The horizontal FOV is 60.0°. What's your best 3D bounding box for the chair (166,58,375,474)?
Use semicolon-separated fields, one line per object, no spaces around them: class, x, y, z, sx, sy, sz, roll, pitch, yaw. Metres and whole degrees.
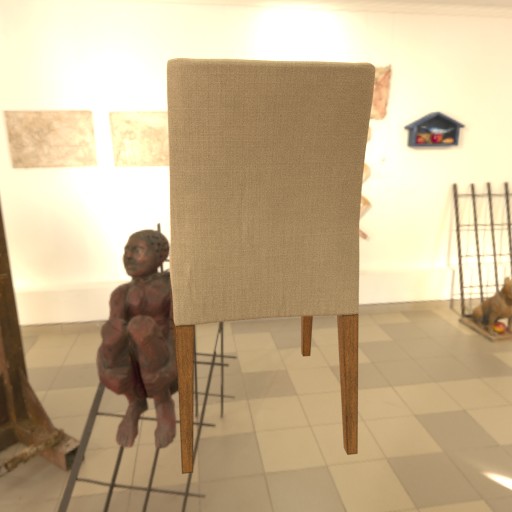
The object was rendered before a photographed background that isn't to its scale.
chair;0.000;0.000;1.236;0.496;0.940;0.585;-2;16;-9
